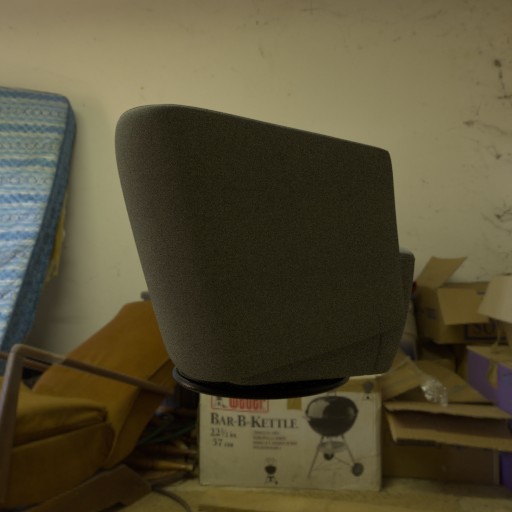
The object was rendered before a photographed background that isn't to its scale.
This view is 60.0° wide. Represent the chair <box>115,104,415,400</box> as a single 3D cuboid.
[{"bbox_3d":[0.000,0.000,1.617,0.986,0.861,0.822,0,-1,-19],"label":"chair"}]
